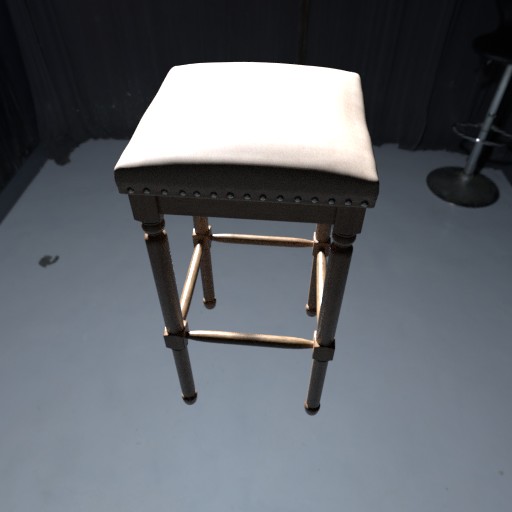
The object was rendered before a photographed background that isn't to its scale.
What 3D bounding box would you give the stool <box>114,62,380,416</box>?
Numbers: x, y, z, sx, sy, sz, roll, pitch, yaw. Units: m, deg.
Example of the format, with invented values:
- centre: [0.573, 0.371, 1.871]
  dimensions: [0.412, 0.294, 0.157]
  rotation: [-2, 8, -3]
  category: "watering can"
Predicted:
- centre: [0.000, 0.000, 0.989]
  dimensions: [0.383, 0.768, 0.382]
  rotation: [4, 45, 4]
  category: "stool"
